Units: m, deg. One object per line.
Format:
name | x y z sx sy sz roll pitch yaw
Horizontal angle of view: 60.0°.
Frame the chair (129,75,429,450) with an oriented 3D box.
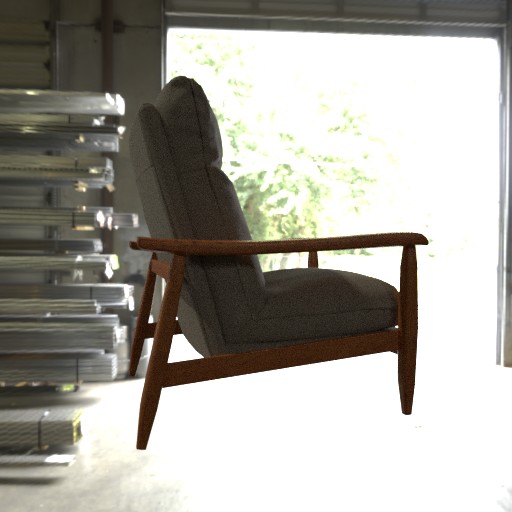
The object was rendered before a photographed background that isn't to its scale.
chair | 0.000 0.000 1.489 0.816 0.922 0.782 0 1 -18
